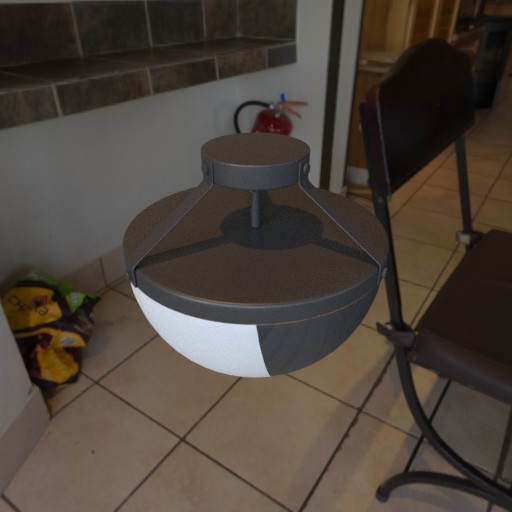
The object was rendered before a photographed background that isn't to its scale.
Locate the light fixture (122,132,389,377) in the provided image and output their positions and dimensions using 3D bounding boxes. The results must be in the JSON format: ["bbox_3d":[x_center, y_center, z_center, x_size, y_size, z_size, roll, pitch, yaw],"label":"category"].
[{"bbox_3d":[0.000,0.000,0.539,0.304,0.269,0.304,0,31,0],"label":"light fixture"}]
